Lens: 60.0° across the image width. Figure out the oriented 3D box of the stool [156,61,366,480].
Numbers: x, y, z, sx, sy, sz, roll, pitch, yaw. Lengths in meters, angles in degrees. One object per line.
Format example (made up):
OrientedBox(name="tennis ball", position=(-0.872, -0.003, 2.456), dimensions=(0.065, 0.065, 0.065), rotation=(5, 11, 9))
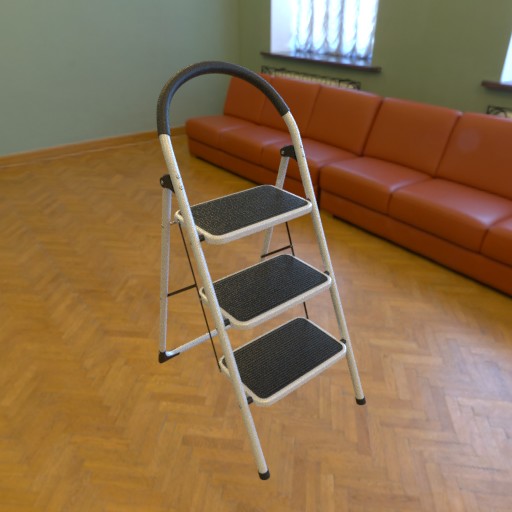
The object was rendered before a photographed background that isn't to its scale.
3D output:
OrientedBox(name="stool", position=(0.000, 0.000, 1.415), dimensions=(0.485, 1.109, 0.676), rotation=(-22, 37, -33))
